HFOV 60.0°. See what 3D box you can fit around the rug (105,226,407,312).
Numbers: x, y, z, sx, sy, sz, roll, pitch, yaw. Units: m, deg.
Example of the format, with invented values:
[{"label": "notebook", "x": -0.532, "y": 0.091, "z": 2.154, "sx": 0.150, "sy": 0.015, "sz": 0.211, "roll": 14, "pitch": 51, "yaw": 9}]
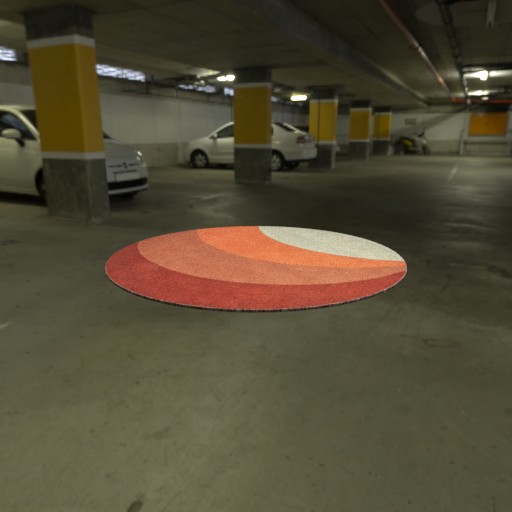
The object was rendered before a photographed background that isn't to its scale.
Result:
[{"label": "rug", "x": 0.000, "y": 0.000, "z": 2.339, "sx": 1.514, "sy": 0.015, "sz": 1.514, "roll": 0, "pitch": 15, "yaw": 0}]
